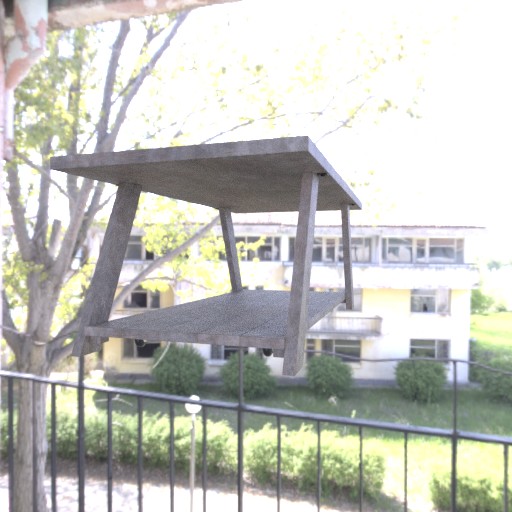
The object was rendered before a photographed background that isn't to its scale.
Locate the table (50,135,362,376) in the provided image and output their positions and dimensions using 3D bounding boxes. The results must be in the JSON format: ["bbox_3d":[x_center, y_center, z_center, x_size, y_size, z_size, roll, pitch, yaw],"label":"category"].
[{"bbox_3d":[0.000,0.000,1.518,0.610,0.470,1.219,0,0,18],"label":"table"}]
